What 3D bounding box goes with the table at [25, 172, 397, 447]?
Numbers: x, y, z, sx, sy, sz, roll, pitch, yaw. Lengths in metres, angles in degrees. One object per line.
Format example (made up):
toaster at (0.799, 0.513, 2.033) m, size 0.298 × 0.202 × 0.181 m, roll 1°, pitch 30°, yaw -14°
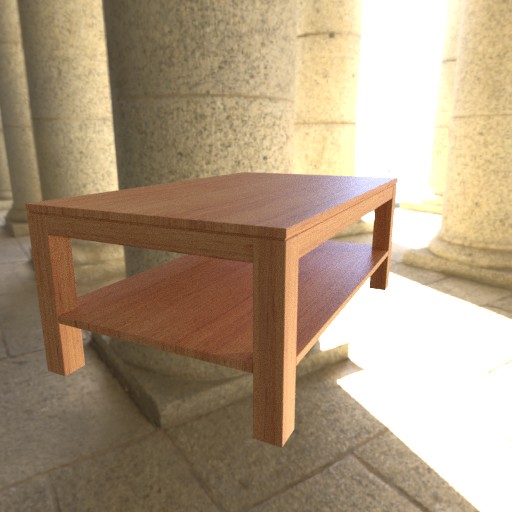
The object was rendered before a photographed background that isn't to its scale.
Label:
table at (0.000, 0.000, 1.491) m, size 0.695 × 0.457 × 1.146 m, roll 7°, pitch 17°, yaw 26°
